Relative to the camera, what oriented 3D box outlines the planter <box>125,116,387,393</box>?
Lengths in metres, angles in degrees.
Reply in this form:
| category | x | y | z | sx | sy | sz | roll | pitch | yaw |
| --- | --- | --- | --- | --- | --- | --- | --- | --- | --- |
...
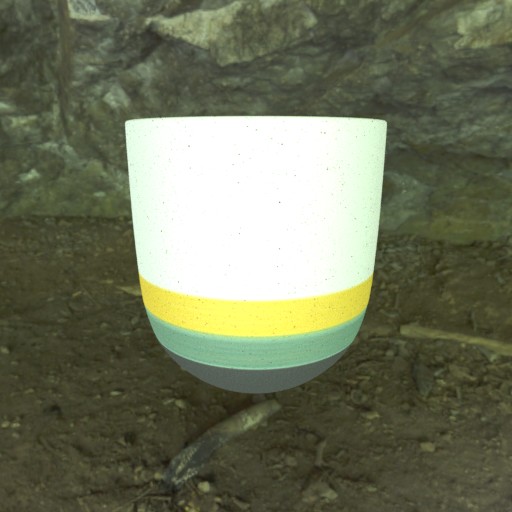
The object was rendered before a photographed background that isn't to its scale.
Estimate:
| category | x | y | z | sx | sy | sz | roll | pitch | yaw |
| --- | --- | --- | --- | --- | --- | --- | --- | --- | --- |
| planter | 0.000 | 0.000 | 0.370 | 0.195 | 0.214 | 0.195 | 0 | 15 | 0 |
